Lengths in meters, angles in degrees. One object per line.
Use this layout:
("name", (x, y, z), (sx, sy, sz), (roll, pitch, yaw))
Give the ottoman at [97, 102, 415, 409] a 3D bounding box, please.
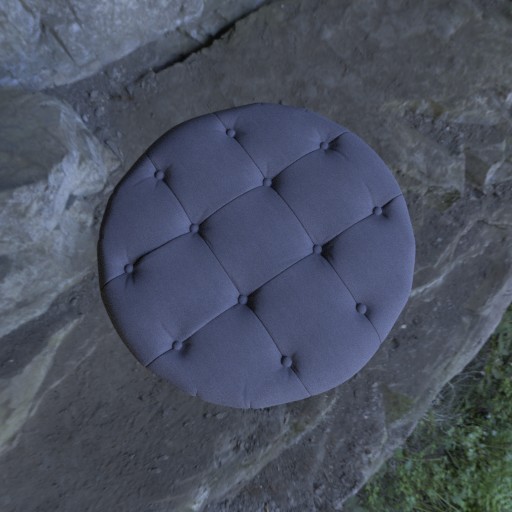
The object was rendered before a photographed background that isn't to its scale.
("ottoman", (0.000, 0.000, 1.396), (0.901, 0.439, 0.901), (0, 75, 0))
